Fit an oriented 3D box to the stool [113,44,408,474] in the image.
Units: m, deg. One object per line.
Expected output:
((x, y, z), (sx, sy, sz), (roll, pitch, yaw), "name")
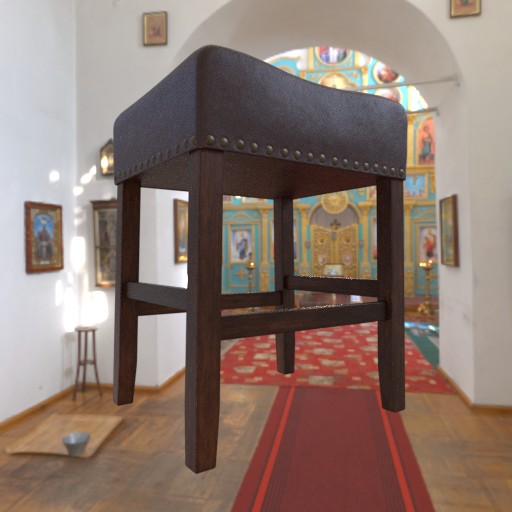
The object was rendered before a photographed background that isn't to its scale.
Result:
((0.000, 0.000, 0.898), (0.465, 0.608, 0.397), (0, 0, -35), "stool")
